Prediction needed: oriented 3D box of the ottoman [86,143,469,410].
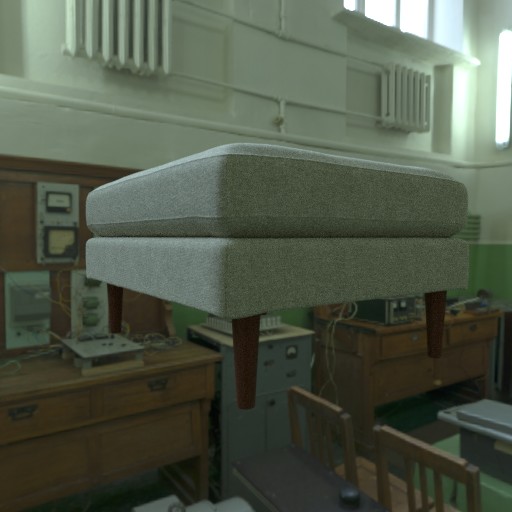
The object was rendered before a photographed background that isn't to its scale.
[{"bbox_3d":[0.000,0.000,1.193,0.693,0.474,0.821,-2,3,-35],"label":"ottoman"}]
